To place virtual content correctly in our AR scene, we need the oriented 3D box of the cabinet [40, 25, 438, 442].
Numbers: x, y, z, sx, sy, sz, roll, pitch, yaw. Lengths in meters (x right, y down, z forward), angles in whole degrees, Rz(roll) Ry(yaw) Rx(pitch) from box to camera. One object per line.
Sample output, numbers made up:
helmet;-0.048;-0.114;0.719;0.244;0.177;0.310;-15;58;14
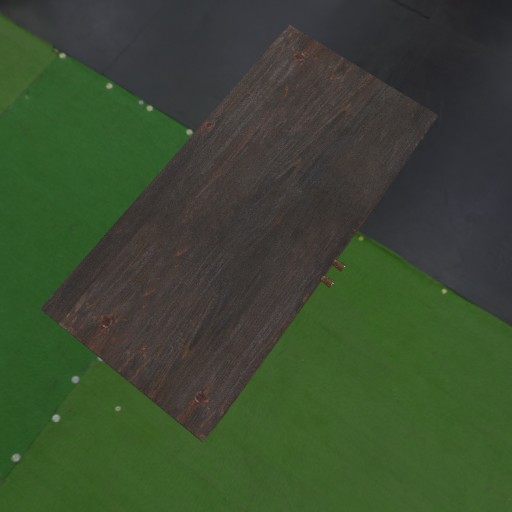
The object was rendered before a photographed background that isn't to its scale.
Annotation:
cabinet;0.000;0.000;1.556;0.529;0.897;1.023;36;78;9
